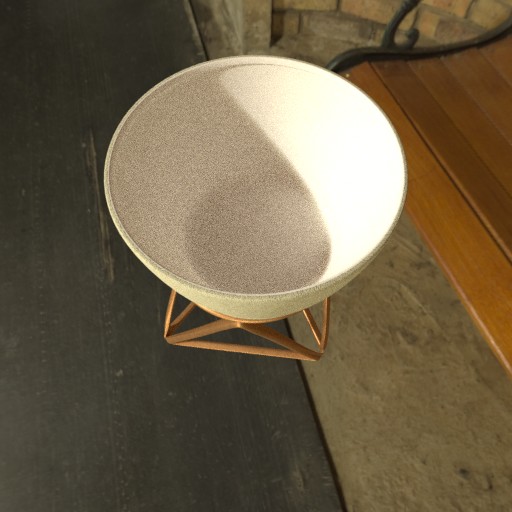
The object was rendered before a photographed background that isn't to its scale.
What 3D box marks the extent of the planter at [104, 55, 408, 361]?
[{"bbox_3d":[0.000,0.000,0.738,0.350,0.504,0.350,34,68,16],"label":"planter"}]
